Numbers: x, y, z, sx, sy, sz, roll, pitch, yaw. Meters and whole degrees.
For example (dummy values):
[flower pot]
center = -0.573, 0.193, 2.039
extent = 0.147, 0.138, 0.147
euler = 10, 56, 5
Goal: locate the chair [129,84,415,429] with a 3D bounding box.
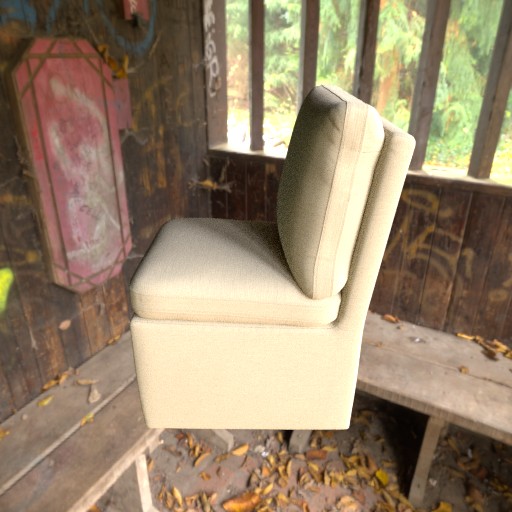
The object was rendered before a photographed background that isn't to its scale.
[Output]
[chair]
center = 0.000, 0.000, 1.326
extent = 0.698, 0.927, 0.503
euler = 0, 26, 1
